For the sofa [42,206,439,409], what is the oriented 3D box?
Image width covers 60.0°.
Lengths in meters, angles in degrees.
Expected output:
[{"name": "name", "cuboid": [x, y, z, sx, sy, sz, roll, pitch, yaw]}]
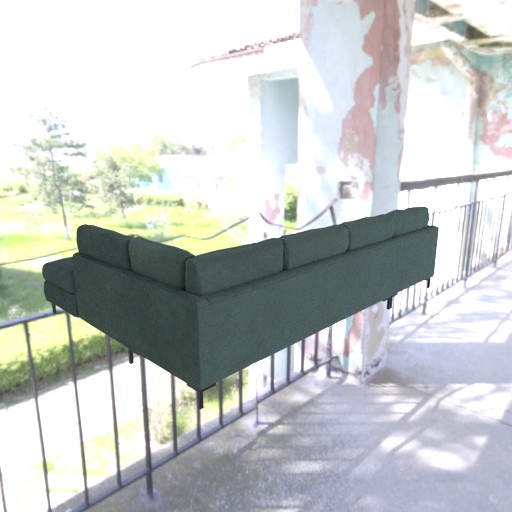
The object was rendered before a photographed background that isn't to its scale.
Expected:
[{"name": "sofa", "cuboid": [0.000, 0.000, 3.301, 1.707, 0.687, 2.486, 14, 20, 43]}]
